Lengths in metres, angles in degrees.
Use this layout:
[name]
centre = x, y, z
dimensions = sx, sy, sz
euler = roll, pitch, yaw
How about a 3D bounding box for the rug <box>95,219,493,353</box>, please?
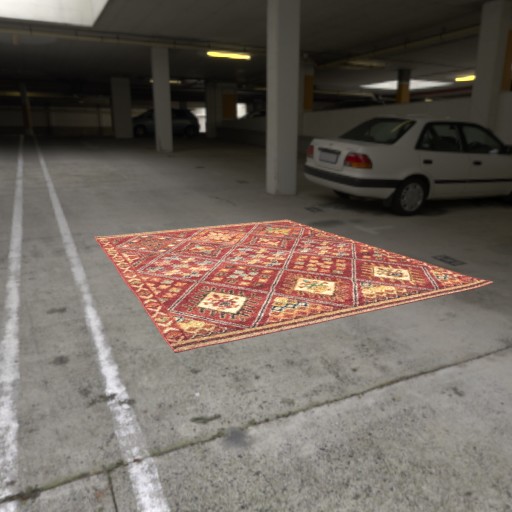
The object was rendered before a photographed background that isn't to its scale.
[rug]
centre = 0.000, 0.000, 4.144
dimensions = 2.489, 0.030, 3.086
euler = -7, 17, -26
